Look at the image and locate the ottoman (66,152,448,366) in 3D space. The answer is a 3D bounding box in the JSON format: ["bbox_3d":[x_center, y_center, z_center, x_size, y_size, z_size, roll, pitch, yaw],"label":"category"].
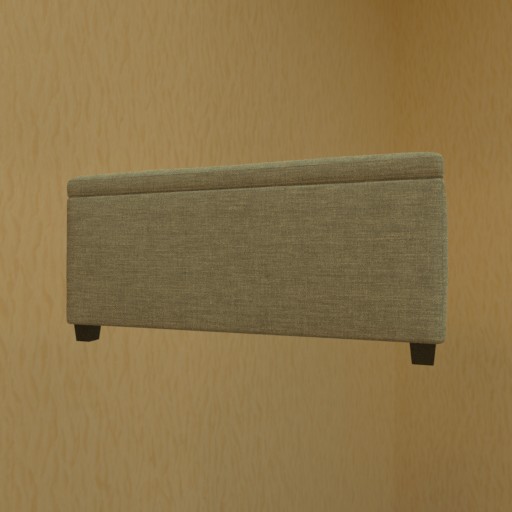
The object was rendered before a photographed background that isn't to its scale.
[{"bbox_3d":[0.000,0.000,1.162,0.902,0.432,0.419,0,0,18],"label":"ottoman"}]
